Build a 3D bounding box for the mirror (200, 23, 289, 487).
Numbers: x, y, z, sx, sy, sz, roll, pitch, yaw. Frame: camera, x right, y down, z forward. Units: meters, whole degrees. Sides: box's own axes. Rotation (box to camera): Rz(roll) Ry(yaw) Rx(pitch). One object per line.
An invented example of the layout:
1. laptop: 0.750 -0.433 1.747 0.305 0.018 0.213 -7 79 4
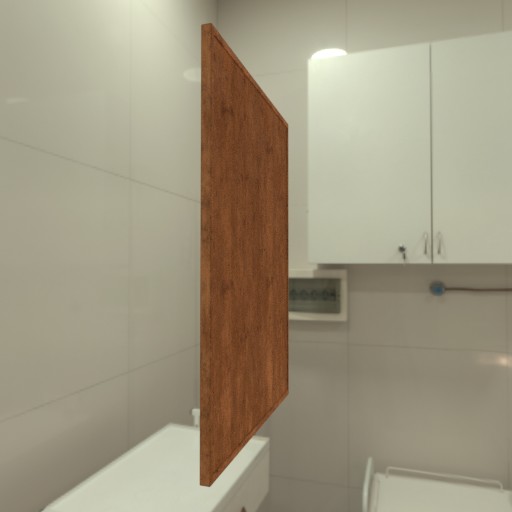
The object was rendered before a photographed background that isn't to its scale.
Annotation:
1. mirror: 0.000 0.000 1.429 0.028 1.099 0.796 0 -1 18
